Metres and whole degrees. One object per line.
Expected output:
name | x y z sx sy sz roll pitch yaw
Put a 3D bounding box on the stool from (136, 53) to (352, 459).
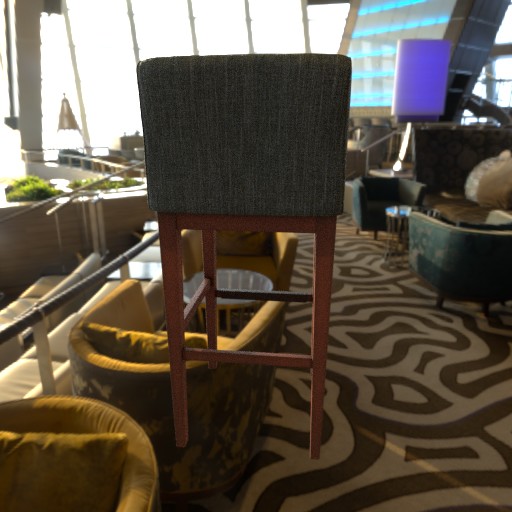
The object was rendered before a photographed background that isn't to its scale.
stool | 0.000 0.000 1.213 0.426 0.965 0.499 2 18 7
